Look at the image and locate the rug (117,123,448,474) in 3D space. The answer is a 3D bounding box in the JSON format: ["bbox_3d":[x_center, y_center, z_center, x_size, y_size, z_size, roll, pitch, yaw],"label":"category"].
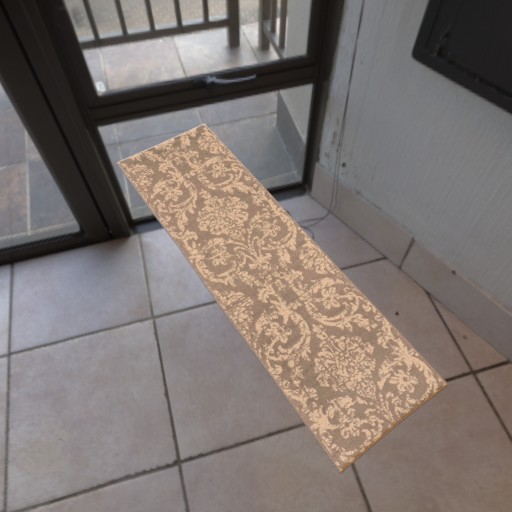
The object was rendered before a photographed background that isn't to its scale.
[{"bbox_3d":[0.000,0.000,2.453,0.662,0.011,2.196,-30,62,-18],"label":"rug"}]
